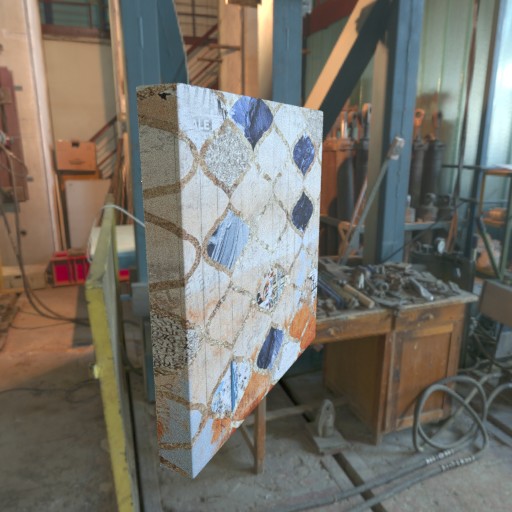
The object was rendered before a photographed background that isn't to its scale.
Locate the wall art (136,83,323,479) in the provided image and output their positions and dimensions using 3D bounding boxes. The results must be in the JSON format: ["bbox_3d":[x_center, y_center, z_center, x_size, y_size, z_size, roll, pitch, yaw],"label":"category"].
[{"bbox_3d":[0.000,0.000,0.461,0.036,0.304,0.303,7,16,26],"label":"wall art"}]
